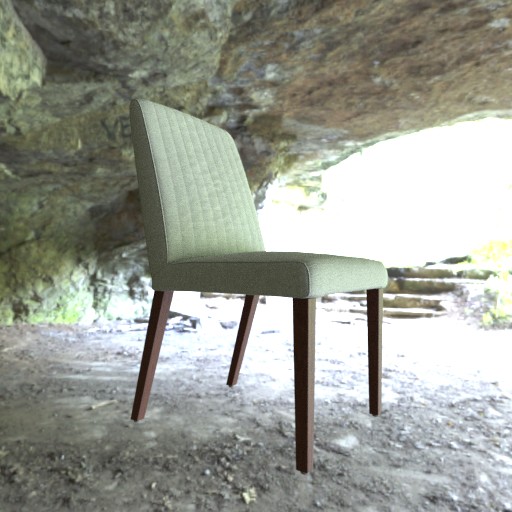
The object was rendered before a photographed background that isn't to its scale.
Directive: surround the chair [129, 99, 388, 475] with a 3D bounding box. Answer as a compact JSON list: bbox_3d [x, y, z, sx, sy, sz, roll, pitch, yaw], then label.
[{"bbox_3d":[0.000,0.000,1.239,0.594,0.900,0.480,-1,-1,35],"label":"chair"}]
